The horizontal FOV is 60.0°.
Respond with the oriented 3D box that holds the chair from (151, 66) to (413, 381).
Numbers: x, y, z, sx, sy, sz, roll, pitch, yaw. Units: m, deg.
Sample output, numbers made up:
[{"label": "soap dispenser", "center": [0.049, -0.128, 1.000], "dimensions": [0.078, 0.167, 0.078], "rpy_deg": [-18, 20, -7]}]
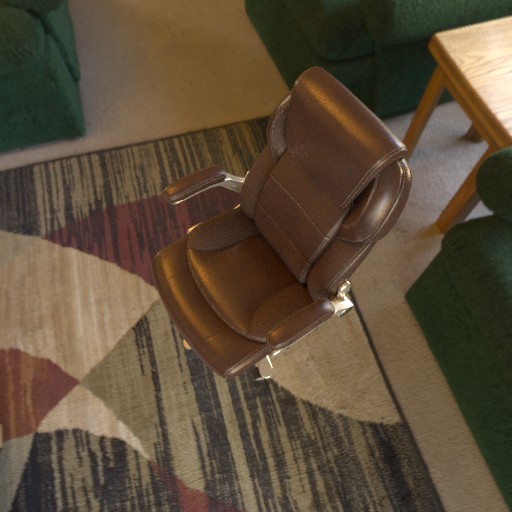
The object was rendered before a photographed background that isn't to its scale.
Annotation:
[{"label": "chair", "center": [0.000, 0.000, 1.661], "dimensions": [0.774, 1.160, 0.733], "rpy_deg": [-31, 67, -15]}]
